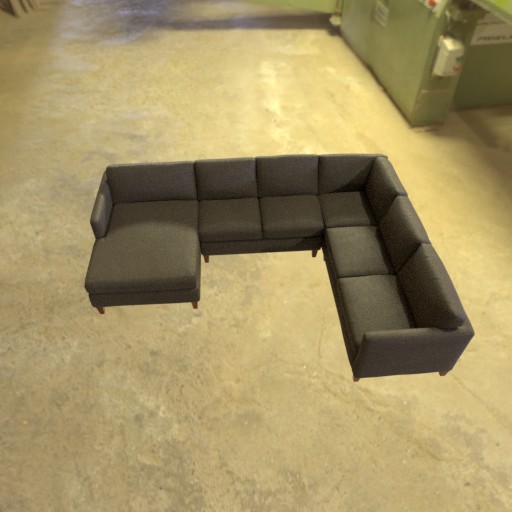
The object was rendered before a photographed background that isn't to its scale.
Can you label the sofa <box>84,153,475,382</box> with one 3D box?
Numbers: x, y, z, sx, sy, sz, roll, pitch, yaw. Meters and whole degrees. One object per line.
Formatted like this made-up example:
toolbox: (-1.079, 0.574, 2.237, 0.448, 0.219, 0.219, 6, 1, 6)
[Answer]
sofa: (0.000, 0.000, 4.604, 3.460, 0.961, 2.594, -3, 46, -3)
